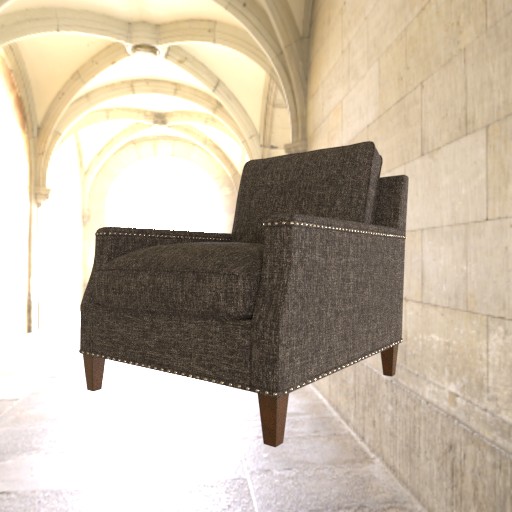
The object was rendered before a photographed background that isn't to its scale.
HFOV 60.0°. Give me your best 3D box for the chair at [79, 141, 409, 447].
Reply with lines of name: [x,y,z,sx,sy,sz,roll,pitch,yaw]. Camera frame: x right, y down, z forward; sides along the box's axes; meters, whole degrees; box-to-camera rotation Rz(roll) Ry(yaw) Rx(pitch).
chair: [0.000,0.000,1.689,0.853,0.943,1.014,0,0,37]
